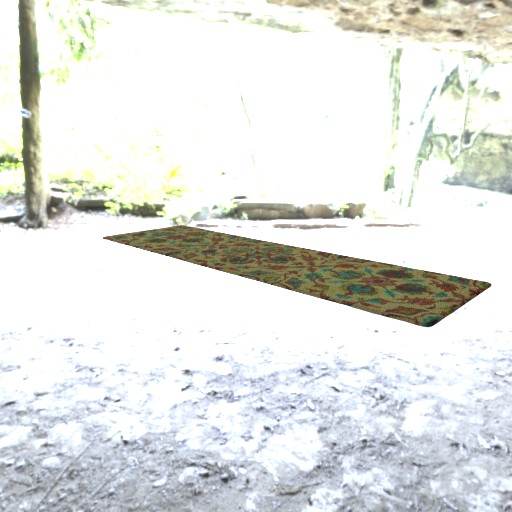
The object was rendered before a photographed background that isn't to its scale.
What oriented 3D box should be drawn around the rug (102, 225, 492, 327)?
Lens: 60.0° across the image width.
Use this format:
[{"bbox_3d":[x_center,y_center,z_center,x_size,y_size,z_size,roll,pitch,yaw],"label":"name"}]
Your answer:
[{"bbox_3d":[0.000,0.000,2.495,2.273,0.016,0.693,13,18,42],"label":"rug"}]
